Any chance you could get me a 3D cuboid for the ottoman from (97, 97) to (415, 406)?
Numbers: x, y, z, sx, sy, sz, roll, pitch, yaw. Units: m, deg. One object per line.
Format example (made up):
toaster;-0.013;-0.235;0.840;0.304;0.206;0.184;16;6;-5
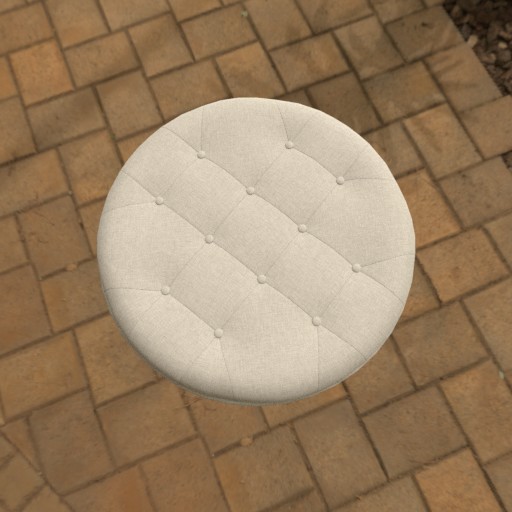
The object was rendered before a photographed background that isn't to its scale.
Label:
ottoman;0.000;0.000;1.353;0.850;0.483;0.850;0;75;0
